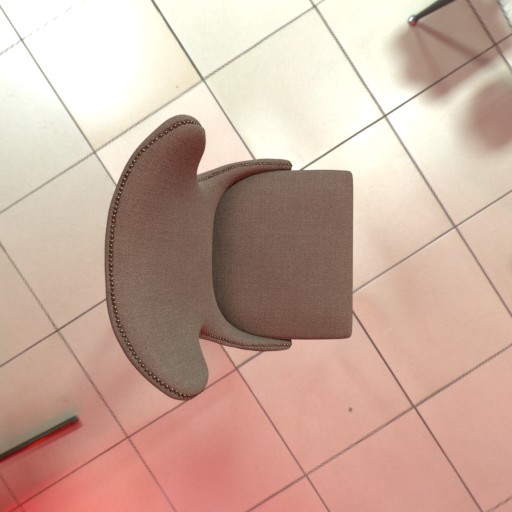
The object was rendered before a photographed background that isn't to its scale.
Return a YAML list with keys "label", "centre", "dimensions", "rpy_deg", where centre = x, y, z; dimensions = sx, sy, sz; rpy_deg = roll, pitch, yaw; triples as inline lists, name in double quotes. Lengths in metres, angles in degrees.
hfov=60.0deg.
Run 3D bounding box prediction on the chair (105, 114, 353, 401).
- label: "chair"
  centre: [0.000, 0.000, 1.381]
  dimensions: [0.635, 0.967, 0.628]
  rpy_deg: [0, 91, 0]
